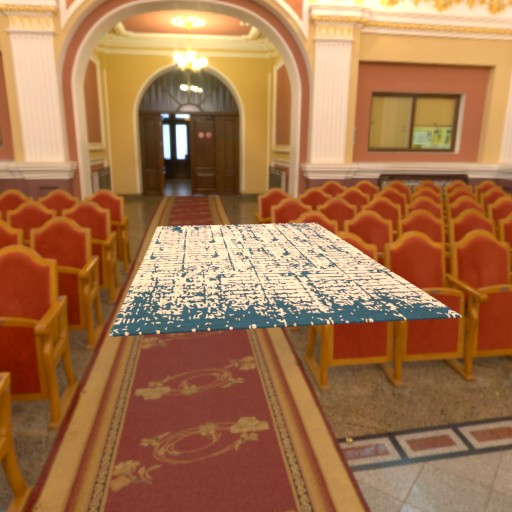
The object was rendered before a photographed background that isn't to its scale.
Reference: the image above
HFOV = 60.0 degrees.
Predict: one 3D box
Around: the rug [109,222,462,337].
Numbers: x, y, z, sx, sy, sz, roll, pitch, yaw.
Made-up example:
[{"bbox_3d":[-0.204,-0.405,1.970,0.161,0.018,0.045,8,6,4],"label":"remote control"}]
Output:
[{"bbox_3d":[0.000,0.000,3.038,1.517,0.011,2.435,-2,14,-7],"label":"rug"}]
